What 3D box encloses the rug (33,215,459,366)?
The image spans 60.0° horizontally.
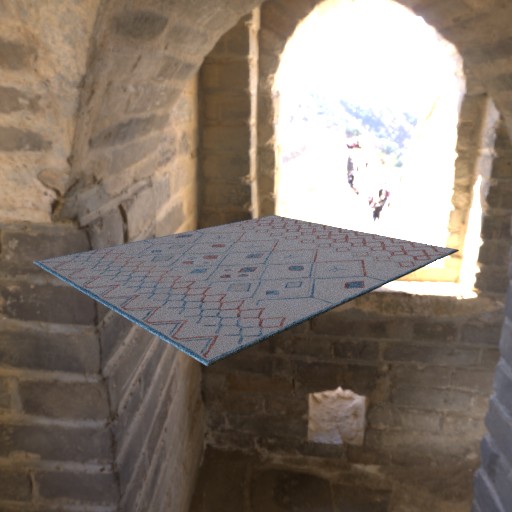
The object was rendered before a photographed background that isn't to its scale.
[{"bbox_3d":[0.000,0.000,4.048,3.050,0.016,2.441,-15,22,-42],"label":"rug"}]
